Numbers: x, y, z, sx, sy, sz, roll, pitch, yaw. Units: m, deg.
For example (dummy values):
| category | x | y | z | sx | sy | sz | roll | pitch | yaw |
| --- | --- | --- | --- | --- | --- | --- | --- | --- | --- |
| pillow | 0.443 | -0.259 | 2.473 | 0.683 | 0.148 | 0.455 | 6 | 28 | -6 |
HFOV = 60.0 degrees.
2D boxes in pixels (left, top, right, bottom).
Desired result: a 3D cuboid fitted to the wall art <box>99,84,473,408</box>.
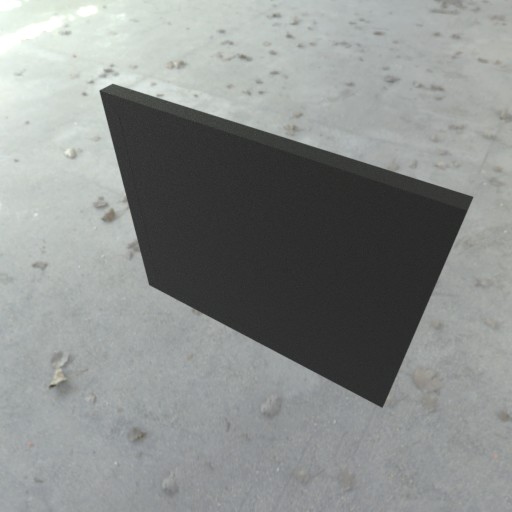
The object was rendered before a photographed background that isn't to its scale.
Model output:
| category | x | y | z | sx | sy | sz | roll | pitch | yaw |
| --- | --- | --- | --- | --- | --- | --- | --- | --- | --- |
| wall art | 0.000 | 0.000 | 0.754 | 0.558 | 0.457 | 0.029 | 24 | 50 | 22 |
